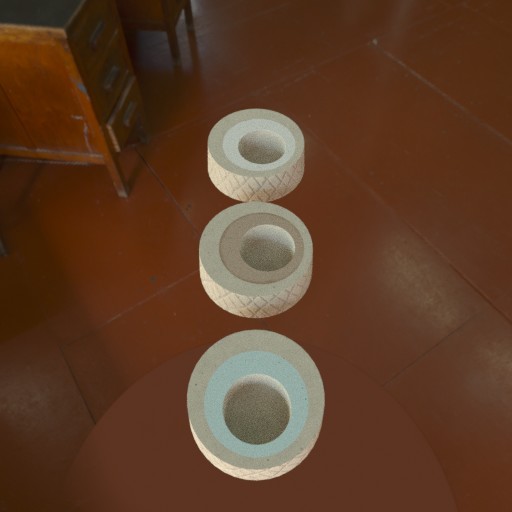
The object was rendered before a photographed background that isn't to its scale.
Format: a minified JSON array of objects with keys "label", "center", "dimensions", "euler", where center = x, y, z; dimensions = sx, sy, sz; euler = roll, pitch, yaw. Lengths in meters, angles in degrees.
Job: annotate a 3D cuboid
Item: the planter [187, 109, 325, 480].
[{"label":"planter","center":[0.000,0.000,0.434],"dimensions":[0.114,0.038,0.390],"euler":[0,58,0]}]
